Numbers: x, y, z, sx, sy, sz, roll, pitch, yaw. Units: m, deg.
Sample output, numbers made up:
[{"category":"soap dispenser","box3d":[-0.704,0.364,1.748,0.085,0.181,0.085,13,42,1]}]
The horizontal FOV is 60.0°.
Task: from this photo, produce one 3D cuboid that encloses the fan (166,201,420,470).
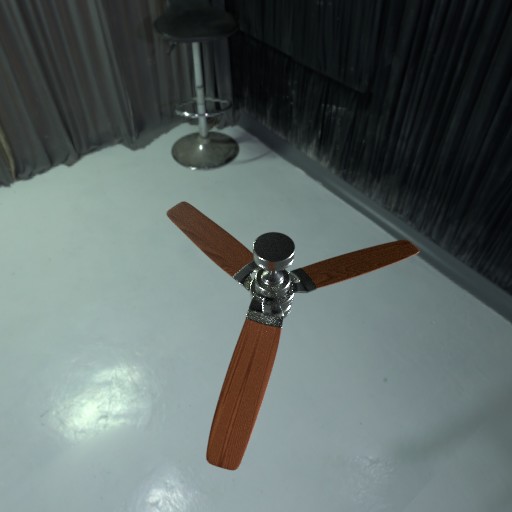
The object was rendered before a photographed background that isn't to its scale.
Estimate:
[{"category":"fan","box3d":[0.000,0.000,2.052,1.416,0.410,1.271,-33,55,-27]}]
